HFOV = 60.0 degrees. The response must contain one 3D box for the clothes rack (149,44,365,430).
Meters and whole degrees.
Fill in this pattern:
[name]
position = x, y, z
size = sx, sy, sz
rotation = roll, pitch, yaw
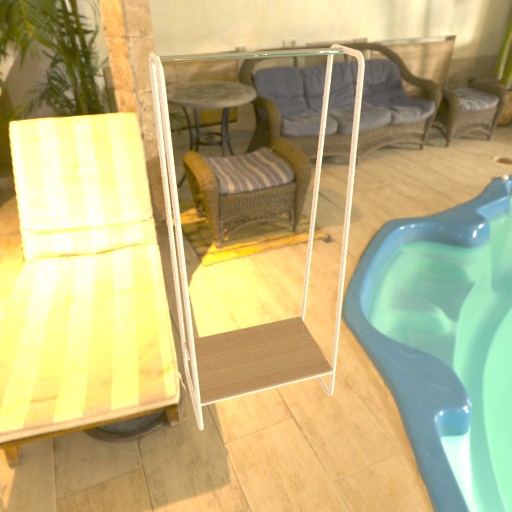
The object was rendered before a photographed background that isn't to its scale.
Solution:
[clothes rack]
position = 0.000, 0.000, 1.774
size = 0.640, 1.500, 0.400
rotation = -10, 34, -15
